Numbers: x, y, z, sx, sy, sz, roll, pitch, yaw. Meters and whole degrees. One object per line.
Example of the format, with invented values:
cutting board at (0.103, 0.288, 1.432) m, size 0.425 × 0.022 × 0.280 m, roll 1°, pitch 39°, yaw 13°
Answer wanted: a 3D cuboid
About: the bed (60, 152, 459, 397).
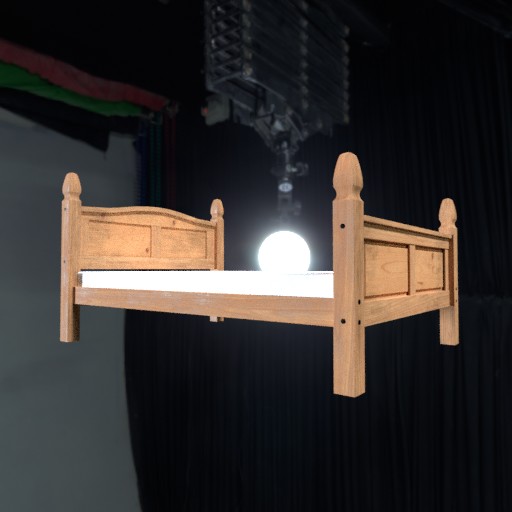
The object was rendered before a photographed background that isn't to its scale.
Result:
bed at (0.000, 0.000, 2.844) m, size 2.069 × 1.100 × 1.490 m, roll -1°, pitch -2°, yaw 38°
